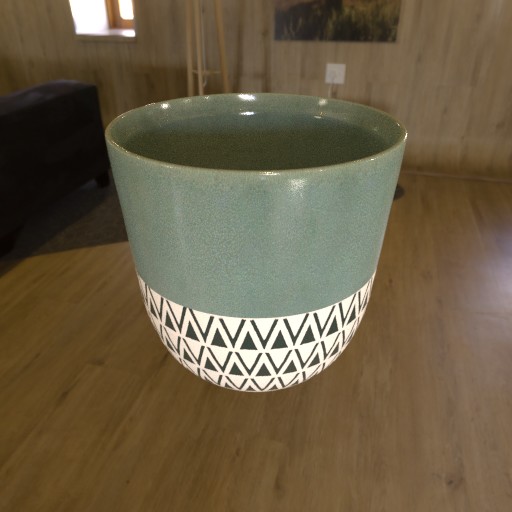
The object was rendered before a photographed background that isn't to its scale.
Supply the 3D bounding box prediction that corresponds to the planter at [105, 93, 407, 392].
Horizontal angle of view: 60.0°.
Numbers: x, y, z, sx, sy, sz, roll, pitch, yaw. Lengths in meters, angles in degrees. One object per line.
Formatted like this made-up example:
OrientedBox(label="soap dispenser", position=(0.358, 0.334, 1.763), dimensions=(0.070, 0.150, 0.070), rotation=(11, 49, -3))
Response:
OrientedBox(label="planter", position=(0.000, 0.000, 0.357), dimensions=(0.198, 0.214, 0.198), rotation=(0, 31, 0))
